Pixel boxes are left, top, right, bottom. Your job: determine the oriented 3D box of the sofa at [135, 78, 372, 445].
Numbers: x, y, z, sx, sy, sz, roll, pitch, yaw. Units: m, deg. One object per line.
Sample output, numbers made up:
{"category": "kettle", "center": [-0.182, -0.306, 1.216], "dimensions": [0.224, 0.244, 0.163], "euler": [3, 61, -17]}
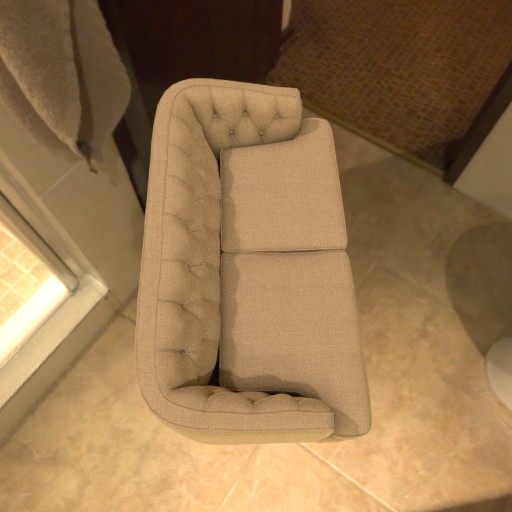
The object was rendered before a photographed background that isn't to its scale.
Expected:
{"category": "sofa", "center": [0.000, 0.000, 2.228], "dimensions": [0.941, 0.855, 1.733], "euler": [-2, 64, -1]}
